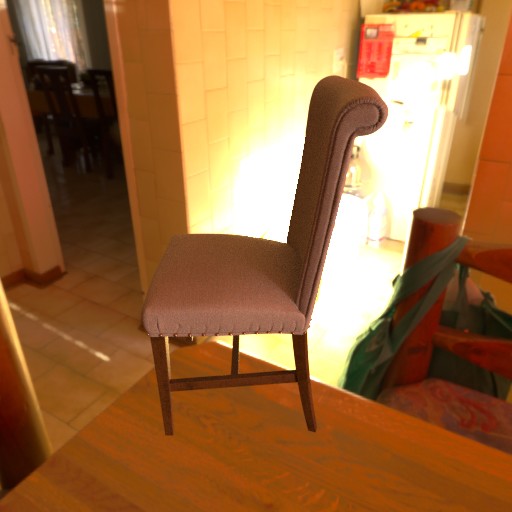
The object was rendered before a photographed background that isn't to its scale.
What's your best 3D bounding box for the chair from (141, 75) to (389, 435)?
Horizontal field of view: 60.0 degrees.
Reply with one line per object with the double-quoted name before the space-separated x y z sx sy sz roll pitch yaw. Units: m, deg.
"chair" 0.000 0.000 1.354 0.608 0.988 0.513 0 27 0
